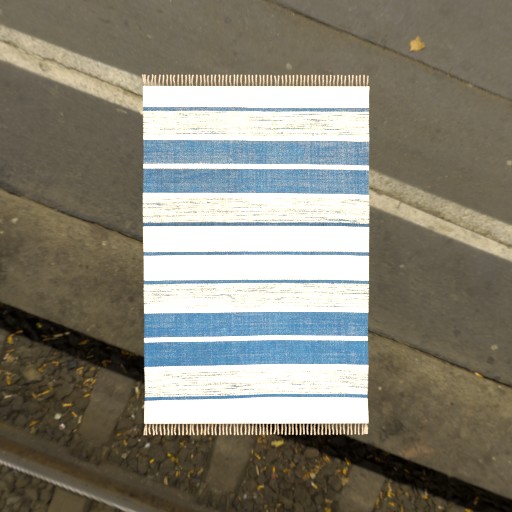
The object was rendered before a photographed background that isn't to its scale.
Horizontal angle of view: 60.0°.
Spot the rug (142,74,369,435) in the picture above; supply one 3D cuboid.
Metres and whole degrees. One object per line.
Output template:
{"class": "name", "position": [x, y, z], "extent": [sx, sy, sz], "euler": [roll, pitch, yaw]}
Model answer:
{"class": "rug", "position": [0.000, 0.000, 3.005], "extent": [1.532, 0.010, 2.441], "euler": [0, 91, 0]}
